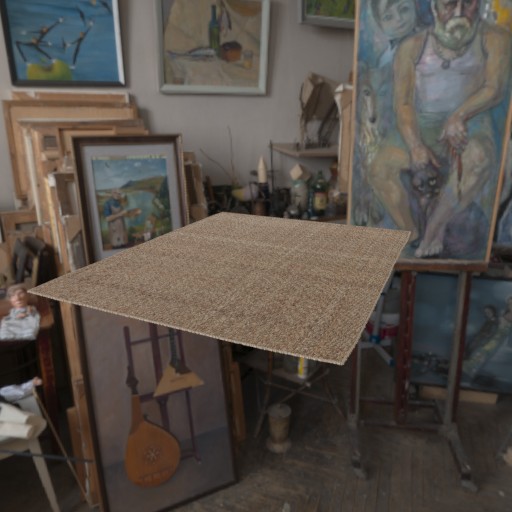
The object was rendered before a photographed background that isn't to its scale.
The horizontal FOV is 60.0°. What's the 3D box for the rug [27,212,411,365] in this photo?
[{"bbox_3d":[0.000,0.000,4.115,2.439,0.013,3.048,8,20,24],"label":"rug"}]
